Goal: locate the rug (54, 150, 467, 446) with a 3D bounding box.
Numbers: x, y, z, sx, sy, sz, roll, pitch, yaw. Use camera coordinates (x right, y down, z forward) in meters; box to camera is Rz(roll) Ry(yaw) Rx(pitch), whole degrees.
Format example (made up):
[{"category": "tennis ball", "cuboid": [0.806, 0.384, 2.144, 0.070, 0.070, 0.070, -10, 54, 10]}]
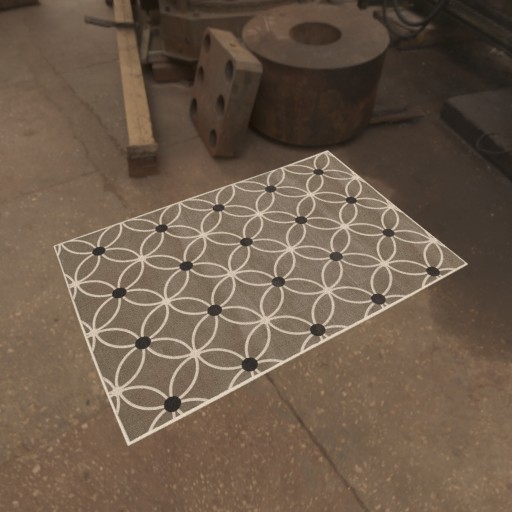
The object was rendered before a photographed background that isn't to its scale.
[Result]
[{"category": "rug", "cuboid": [0.000, 0.000, 2.907, 2.284, 0.008, 1.522, -23, 51, -20]}]
